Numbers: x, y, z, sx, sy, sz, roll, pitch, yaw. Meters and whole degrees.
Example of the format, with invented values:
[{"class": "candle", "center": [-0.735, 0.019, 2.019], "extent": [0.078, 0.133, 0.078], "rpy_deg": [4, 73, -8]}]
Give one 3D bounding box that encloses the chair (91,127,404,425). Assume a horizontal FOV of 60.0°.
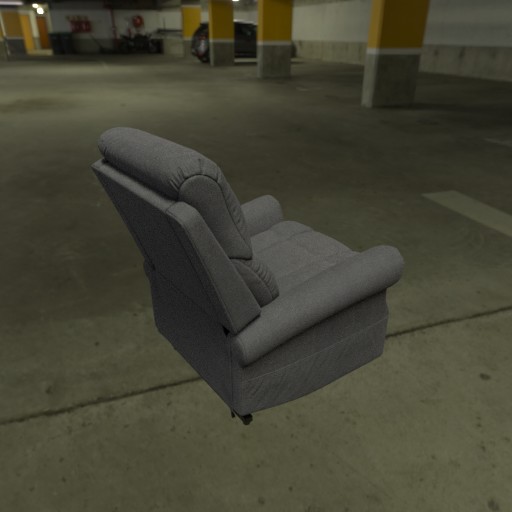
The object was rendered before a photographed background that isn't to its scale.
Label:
[{"class": "chair", "center": [0.000, 0.000, 1.775], "extent": [0.979, 1.031, 0.871], "rpy_deg": [-19, 32, -33]}]
